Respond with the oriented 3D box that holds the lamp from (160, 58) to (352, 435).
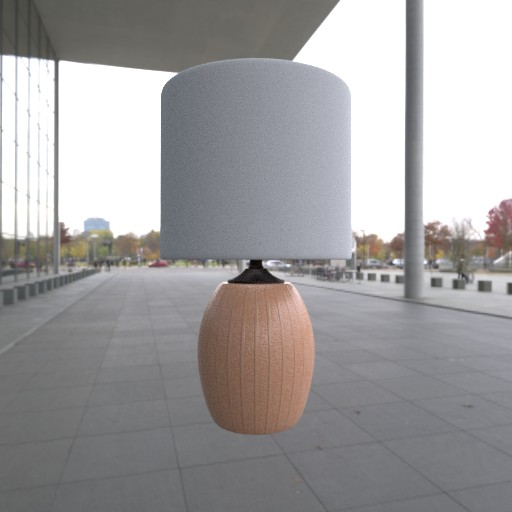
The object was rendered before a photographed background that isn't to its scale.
[{"bbox_3d":[0.000,0.000,0.777,0.329,0.570,0.329,0,0,0],"label":"lamp"}]
